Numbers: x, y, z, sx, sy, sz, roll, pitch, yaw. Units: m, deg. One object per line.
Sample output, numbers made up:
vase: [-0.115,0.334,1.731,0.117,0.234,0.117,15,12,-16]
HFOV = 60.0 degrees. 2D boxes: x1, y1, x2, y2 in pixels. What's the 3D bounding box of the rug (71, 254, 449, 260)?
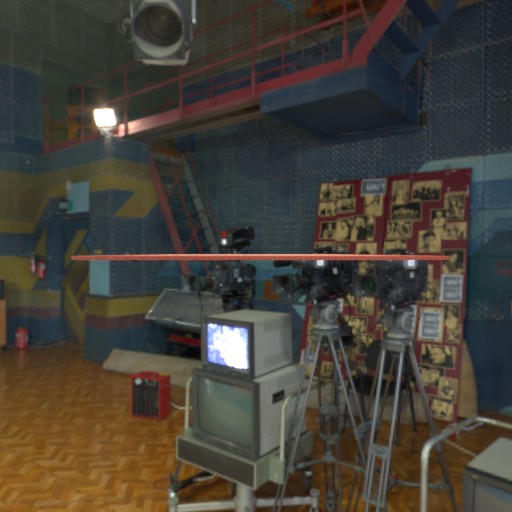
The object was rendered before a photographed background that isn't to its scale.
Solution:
rug: [0.000,0.000,2.338,1.219,0.014,1.829,0,0,-1]
